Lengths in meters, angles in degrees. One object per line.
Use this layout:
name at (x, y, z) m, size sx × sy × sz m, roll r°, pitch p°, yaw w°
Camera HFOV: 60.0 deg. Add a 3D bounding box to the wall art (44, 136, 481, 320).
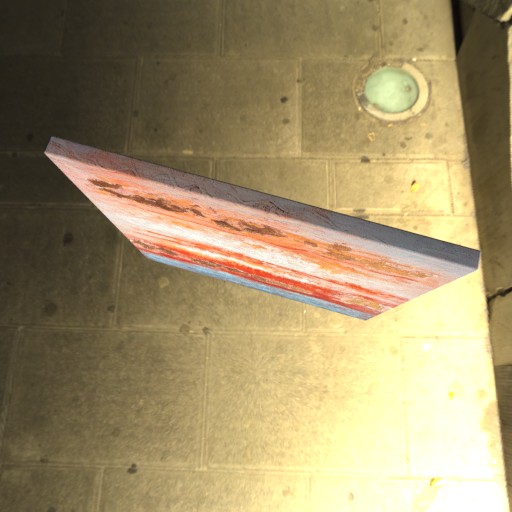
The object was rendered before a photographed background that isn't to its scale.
wall art at (0.000, 0.000, 1.095) m, size 0.747 × 0.747 × 0.035 m, roll 16°, pitch 76°, yaw 4°
